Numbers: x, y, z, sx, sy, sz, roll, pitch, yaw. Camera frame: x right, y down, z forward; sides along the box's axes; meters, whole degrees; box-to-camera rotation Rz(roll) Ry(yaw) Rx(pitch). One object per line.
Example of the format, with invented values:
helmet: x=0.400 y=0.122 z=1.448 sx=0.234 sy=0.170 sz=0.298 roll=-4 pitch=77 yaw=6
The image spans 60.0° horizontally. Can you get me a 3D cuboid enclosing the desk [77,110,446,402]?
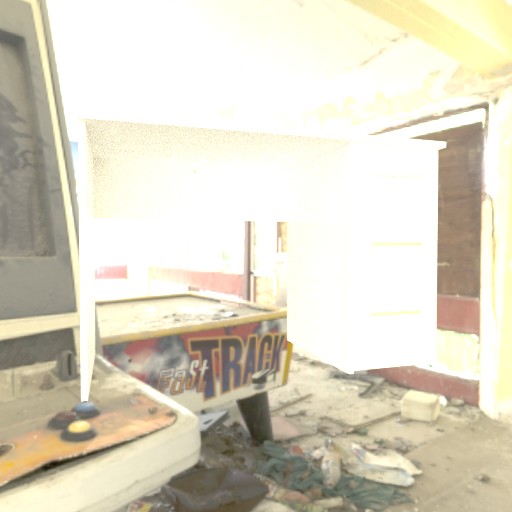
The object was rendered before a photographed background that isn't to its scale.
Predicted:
desk: x=0.000 y=0.000 z=1.524 sx=1.097 sy=0.735 sz=0.560 roll=0 pitch=2 yaw=-18
